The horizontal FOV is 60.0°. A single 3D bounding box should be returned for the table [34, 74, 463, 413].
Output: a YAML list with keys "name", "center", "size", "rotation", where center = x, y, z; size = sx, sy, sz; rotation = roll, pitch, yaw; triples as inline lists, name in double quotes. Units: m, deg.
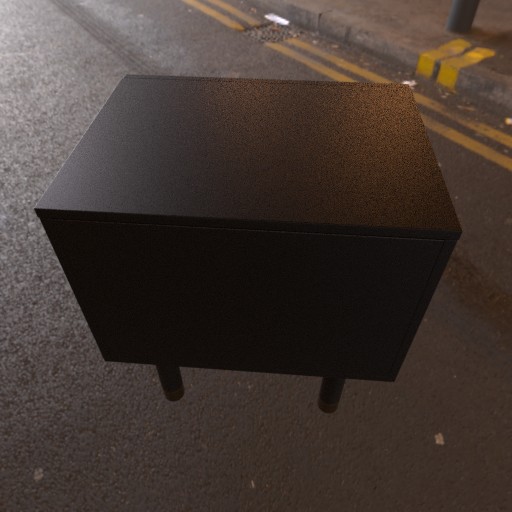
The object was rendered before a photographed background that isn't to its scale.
- name: "table"
  center: [0.000, 0.000, 0.942]
  size: [0.564, 0.584, 0.441]
  rotation: [3, 46, 3]
